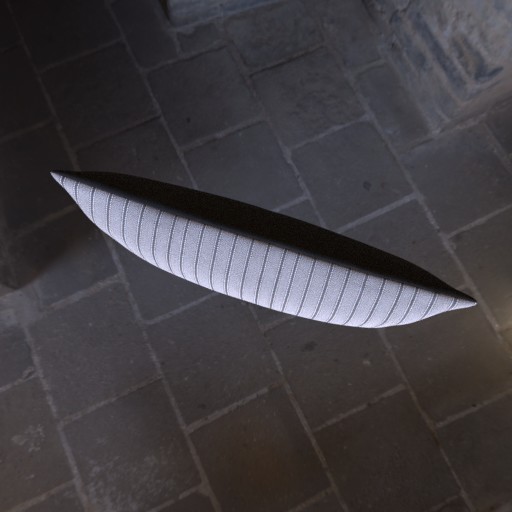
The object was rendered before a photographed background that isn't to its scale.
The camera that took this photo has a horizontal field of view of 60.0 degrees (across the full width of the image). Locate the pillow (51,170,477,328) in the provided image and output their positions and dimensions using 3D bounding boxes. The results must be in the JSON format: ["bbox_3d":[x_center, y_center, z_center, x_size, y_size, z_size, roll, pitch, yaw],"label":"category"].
[{"bbox_3d":[0.000,0.000,0.744,0.609,0.305,0.151,18,78,4],"label":"pillow"}]
